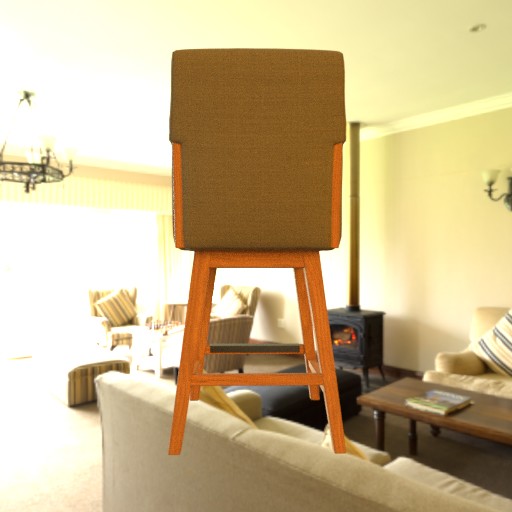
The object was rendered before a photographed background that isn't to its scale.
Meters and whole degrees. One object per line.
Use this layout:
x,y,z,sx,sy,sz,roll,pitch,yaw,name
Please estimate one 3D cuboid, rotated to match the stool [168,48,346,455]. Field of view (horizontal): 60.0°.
0.000,0.000,1.341,0.459,1.019,0.570,0,0,-1,stool
